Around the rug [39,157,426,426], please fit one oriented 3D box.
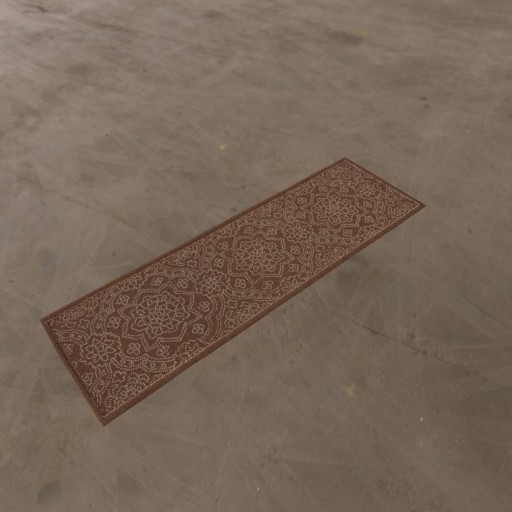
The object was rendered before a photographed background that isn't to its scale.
[{"bbox_3d":[0.000,0.000,2.747,2.448,0.012,0.769,-31,54,-26],"label":"rug"}]
